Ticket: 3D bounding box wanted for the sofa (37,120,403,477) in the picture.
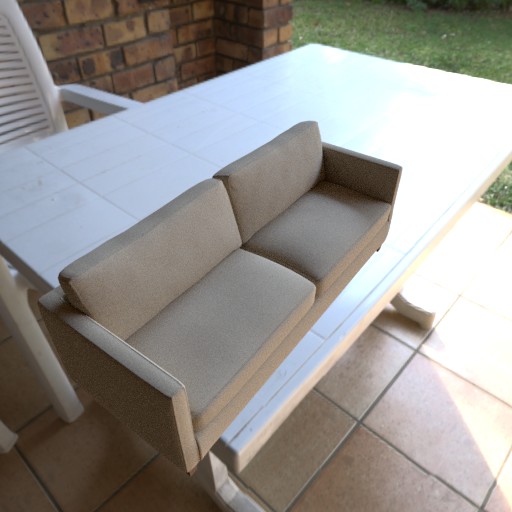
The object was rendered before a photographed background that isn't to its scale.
[{"bbox_3d":[0.000,0.000,2.816,0.951,0.968,2.361,25,46,27],"label":"sofa"}]
